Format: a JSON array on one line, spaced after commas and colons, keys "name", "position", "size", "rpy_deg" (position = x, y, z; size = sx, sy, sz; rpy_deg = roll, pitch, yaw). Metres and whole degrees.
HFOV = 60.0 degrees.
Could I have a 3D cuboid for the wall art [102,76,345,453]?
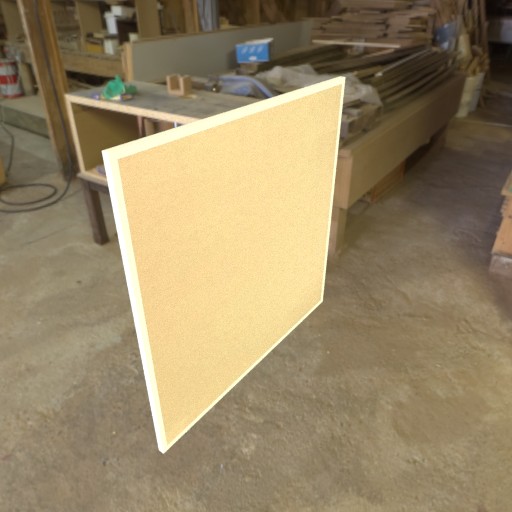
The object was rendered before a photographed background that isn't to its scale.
[{"name": "wall art", "position": [0.000, 0.000, 0.836], "size": [0.012, 0.557, 0.557], "rpy_deg": [23, 39, 31]}]
